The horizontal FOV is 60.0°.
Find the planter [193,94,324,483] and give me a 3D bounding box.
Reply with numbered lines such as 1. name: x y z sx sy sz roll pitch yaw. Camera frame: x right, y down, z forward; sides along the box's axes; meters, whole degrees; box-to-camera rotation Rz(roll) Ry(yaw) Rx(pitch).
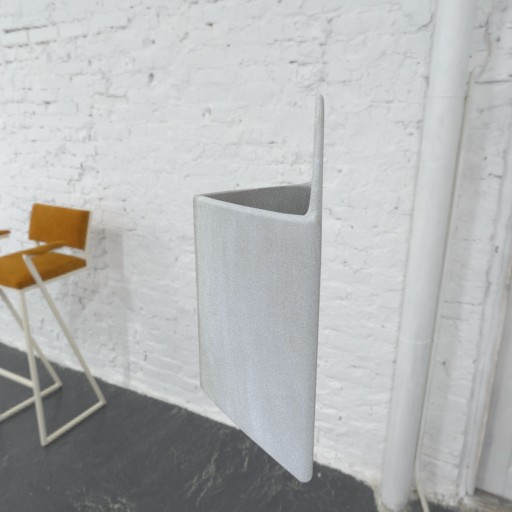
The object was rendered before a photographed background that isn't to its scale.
1. planter: 0.000 0.000 0.282 0.080 0.194 0.163 2 15 7
